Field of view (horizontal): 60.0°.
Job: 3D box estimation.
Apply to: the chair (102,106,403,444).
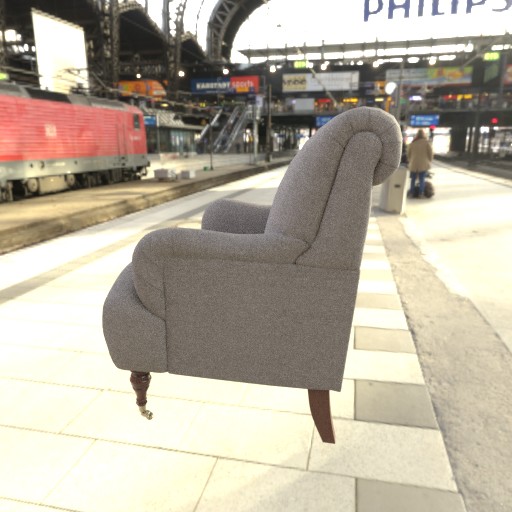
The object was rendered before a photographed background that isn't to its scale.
[{"bbox_3d":[0.000,0.000,1.536,0.843,0.942,0.766,3,15,10],"label":"chair"}]
